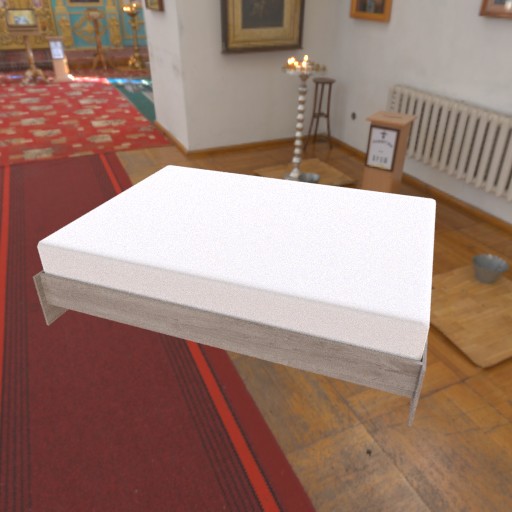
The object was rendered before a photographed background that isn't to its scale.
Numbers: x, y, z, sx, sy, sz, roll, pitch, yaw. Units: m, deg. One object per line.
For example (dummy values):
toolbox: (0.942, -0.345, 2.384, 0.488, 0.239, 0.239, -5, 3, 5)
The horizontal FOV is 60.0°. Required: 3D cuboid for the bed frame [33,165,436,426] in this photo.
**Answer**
bed frame: (0.000, 0.000, 2.636, 1.945, 0.497, 1.445, 11, 32, 18)
